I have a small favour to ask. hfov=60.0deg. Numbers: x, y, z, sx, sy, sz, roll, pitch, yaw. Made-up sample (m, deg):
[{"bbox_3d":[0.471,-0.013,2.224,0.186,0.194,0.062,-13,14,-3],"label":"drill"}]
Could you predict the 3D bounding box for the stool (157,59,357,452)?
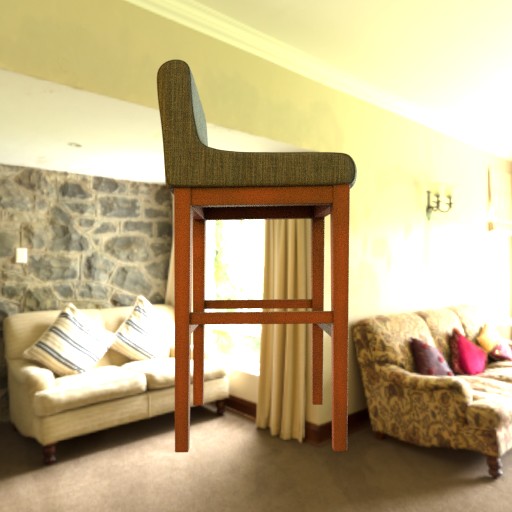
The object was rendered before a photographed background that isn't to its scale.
[{"bbox_3d":[0.000,0.000,1.281,0.499,0.965,0.426,0,-1,-1],"label":"stool"}]
